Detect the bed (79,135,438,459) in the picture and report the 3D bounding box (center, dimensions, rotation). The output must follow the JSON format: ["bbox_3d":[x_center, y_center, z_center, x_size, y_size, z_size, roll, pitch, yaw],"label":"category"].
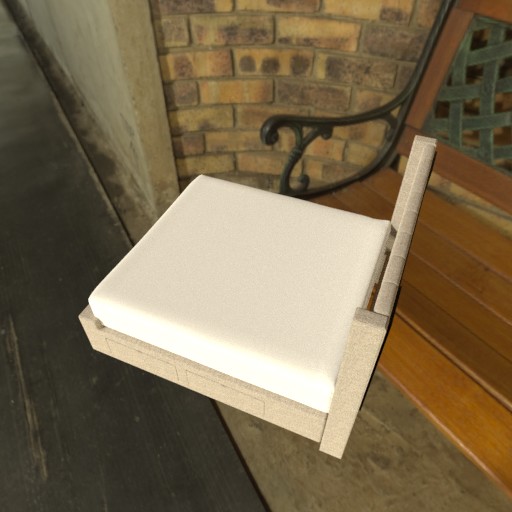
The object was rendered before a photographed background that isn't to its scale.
[{"bbox_3d":[0.000,0.000,3.859,2.372,1.748,2.044,17,48,16],"label":"bed"}]
